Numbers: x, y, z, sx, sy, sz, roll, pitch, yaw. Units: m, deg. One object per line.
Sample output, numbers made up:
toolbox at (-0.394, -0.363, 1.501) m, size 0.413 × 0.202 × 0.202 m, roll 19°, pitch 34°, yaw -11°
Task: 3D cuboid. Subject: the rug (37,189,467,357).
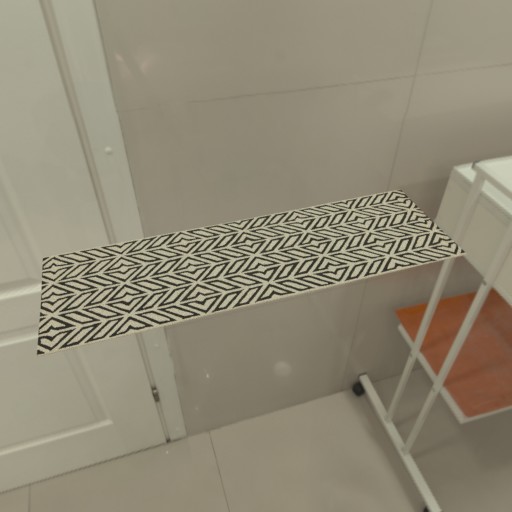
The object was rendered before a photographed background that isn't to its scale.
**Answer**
rug at (0.000, 0.000, 2.660) m, size 2.435 × 0.009 × 0.750 m, roll -12°, pitch 43°, yaw -13°
